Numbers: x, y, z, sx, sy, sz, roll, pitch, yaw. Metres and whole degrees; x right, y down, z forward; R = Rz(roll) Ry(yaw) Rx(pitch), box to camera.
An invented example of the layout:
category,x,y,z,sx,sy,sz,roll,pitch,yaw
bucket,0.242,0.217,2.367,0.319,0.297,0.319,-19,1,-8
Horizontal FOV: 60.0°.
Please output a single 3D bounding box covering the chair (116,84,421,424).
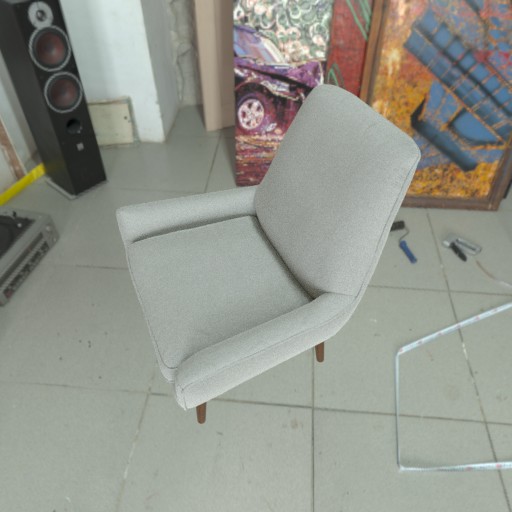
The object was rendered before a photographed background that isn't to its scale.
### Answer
category,x,y,z,sx,sy,sz,roll,pitch,yaw
chair,0.000,0.000,1.498,0.822,0.888,0.787,-18,48,-17
